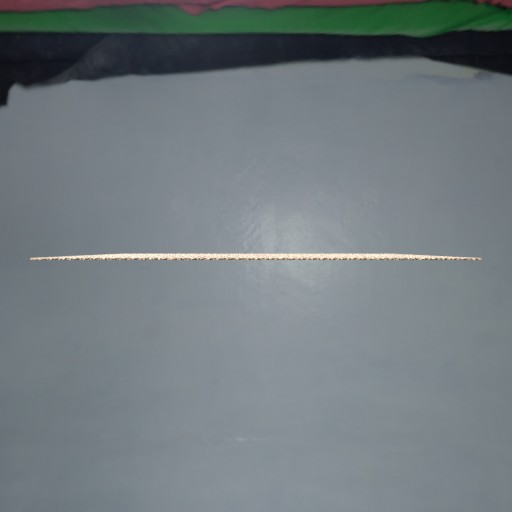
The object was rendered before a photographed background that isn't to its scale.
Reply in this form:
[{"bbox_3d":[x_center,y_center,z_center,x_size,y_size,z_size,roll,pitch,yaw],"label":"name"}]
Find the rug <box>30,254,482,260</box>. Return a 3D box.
[{"bbox_3d":[0.000,0.000,2.375,1.828,0.008,1.219,0,1,0],"label":"rug"}]
